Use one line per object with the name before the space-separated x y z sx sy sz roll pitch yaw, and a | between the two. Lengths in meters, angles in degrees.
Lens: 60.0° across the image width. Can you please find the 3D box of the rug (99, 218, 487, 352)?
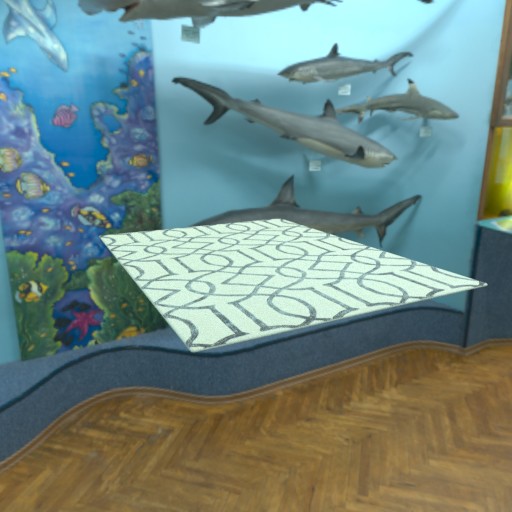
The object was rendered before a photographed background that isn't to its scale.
rug | 0.000 0.000 3.899 2.211 0.021 2.910 -8 17 -26
